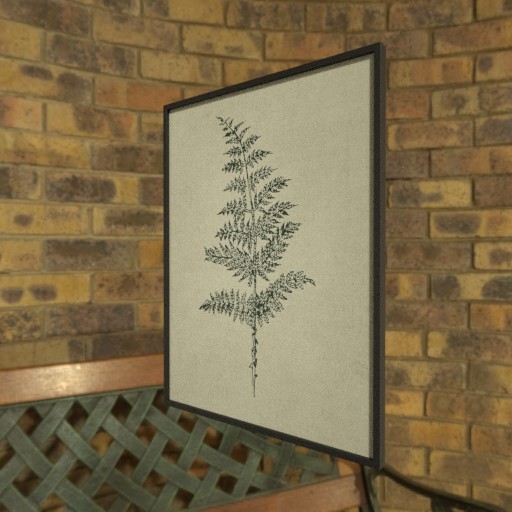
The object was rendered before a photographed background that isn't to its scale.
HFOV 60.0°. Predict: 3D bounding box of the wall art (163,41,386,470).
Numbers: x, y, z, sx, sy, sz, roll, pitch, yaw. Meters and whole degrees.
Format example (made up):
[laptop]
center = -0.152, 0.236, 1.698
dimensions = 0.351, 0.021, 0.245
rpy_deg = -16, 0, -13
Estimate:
[wall art]
center = 0.000, 0.000, 1.361
dimensions = 0.802, 1.070, 0.036
rpy_deg = 0, 1, 37
